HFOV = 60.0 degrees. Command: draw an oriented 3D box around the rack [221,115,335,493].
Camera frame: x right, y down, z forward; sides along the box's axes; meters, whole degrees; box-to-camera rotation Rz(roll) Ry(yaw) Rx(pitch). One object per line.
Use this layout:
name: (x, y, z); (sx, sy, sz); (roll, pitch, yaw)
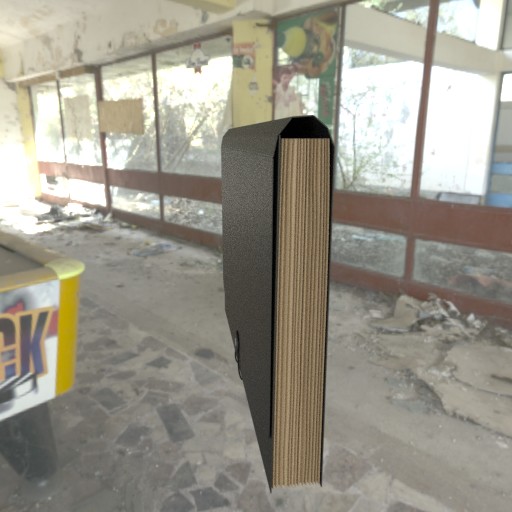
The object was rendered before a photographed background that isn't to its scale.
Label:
rack: (0.000, 0.000, 0.423); (0.041, 0.241, 0.330); (-2, 15, -9)
